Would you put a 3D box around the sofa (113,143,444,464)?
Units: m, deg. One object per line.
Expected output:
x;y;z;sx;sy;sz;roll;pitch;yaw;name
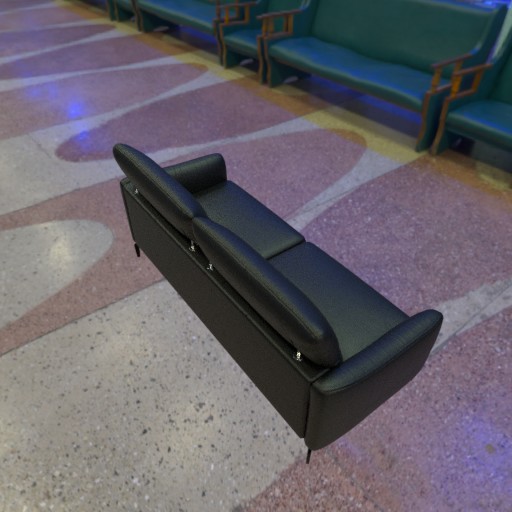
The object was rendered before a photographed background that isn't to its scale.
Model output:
0.000;0.000;2.626;0.856;0.957;2.069;-26;48;-26;sofa
